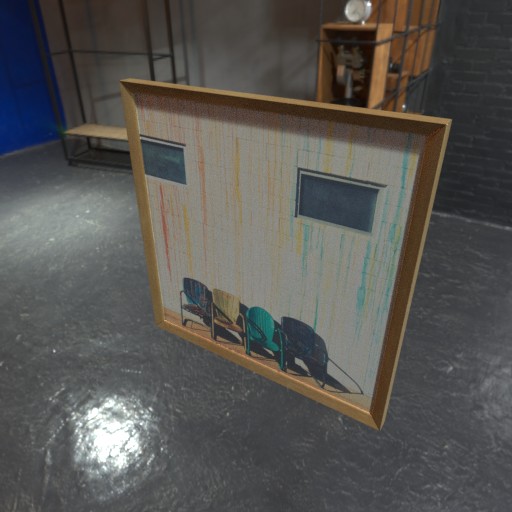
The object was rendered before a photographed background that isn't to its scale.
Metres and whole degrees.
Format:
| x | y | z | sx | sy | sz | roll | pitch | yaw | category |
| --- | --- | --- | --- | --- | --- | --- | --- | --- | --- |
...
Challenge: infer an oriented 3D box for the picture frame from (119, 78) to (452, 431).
| x | y | z | sx | sy | sz | roll | pitch | yaw | category |
| --- | --- | --- | --- | --- | --- | --- | --- | --- | --- |
| 0.000 | 0.000 | 1.102 | 0.758 | 0.761 | 0.037 | 18 | 35 | 27 | picture frame |
